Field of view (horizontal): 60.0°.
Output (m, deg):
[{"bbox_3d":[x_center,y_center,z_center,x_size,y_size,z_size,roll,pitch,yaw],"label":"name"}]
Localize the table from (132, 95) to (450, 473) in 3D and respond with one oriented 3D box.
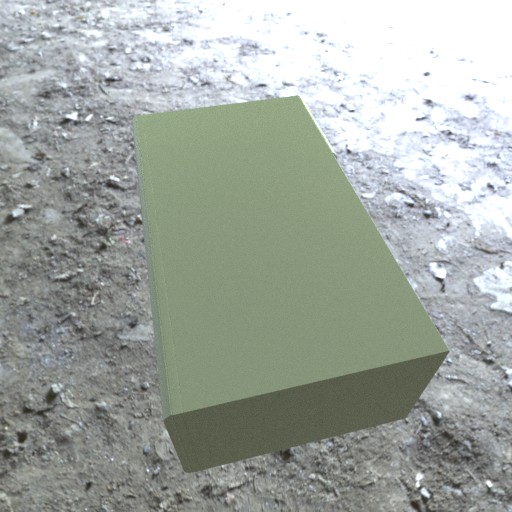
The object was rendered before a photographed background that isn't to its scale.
[{"bbox_3d":[0.000,0.000,1.419,0.639,0.442,1.097,-10,50,-9],"label":"table"}]
